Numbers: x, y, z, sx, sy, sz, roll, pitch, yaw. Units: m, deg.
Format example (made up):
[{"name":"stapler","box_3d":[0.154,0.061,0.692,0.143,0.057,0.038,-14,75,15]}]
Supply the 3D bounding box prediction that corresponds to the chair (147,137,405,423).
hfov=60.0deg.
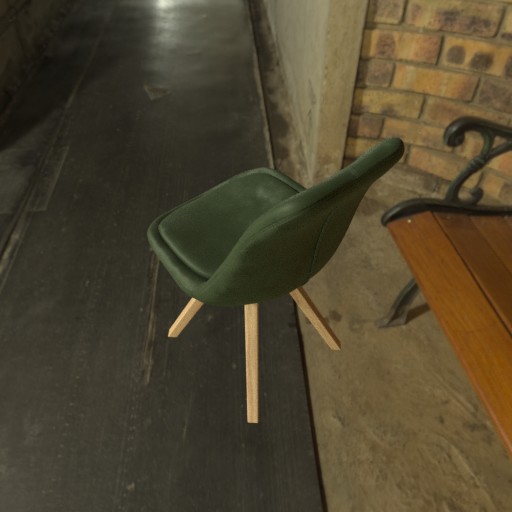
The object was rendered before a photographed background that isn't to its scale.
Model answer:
[{"name":"chair","box_3d":[0.000,0.000,1.208,0.483,0.865,0.547,-33,56,-26]}]
